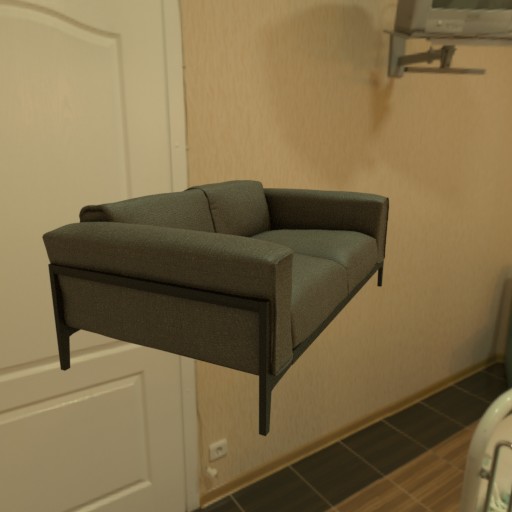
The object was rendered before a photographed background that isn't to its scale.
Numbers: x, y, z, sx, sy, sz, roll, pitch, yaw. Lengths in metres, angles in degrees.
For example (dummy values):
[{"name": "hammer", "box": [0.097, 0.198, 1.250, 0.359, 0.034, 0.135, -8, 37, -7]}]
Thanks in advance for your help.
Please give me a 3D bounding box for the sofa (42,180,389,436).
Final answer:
[{"name": "sofa", "box": [0.000, 0.000, 2.196, 0.960, 0.656, 1.690, 7, 16, 26]}]
